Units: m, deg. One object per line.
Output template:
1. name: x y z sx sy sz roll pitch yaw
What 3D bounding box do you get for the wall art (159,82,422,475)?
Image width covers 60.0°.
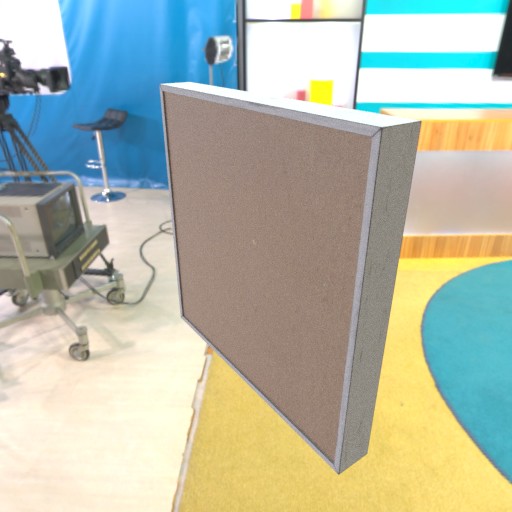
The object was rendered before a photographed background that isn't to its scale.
1. wall art: 0.000 0.000 0.449 0.038 0.305 0.305 -18 32 -32
